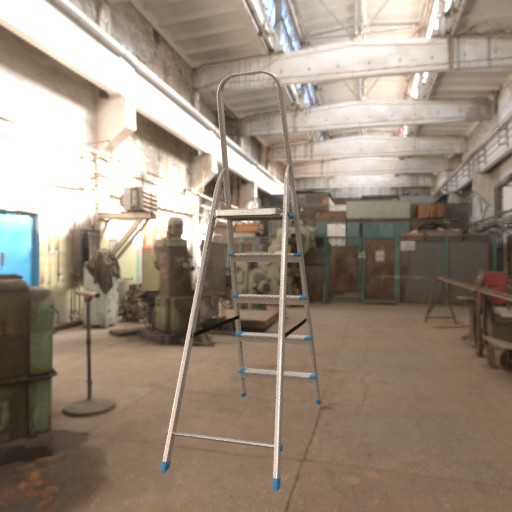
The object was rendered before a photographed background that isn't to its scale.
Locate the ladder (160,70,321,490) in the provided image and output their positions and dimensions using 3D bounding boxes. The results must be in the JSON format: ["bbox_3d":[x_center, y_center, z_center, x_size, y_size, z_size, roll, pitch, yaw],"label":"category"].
[{"bbox_3d":[0.000,0.000,2.095,0.468,1.648,0.990,0,0,17],"label":"ladder"}]
